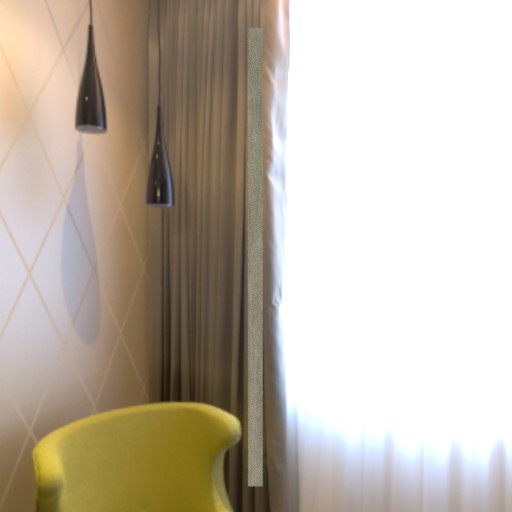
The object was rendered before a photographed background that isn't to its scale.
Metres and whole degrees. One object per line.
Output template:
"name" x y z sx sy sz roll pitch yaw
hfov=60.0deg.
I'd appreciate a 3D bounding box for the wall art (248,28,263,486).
"wall art" 0.000 0.000 0.833 0.020 0.613 0.481 0 1 0
